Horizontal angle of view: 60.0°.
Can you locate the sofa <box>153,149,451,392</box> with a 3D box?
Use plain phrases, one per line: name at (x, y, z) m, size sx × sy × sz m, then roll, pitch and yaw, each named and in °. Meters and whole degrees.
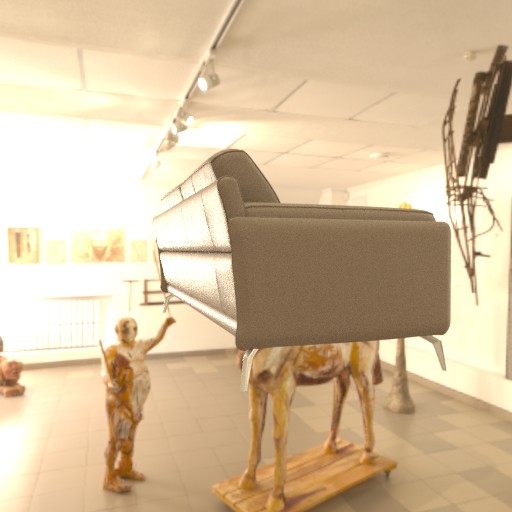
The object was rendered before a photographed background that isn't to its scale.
sofa at (0.000, 0.000, 2.598) m, size 1.049 × 0.930 × 2.101 m, roll 0°, pitch 1°, yaw -19°
